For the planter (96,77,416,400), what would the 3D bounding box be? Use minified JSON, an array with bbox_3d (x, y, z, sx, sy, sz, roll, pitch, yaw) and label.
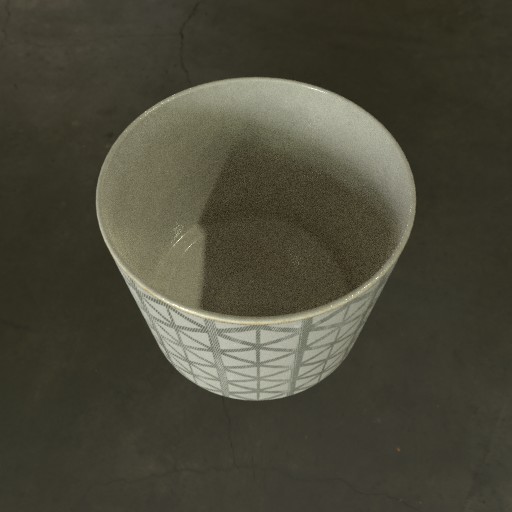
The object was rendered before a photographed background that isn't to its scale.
[{"bbox_3d":[0.000,0.000,0.343,0.190,0.181,0.190,0,58,0],"label":"planter"}]
